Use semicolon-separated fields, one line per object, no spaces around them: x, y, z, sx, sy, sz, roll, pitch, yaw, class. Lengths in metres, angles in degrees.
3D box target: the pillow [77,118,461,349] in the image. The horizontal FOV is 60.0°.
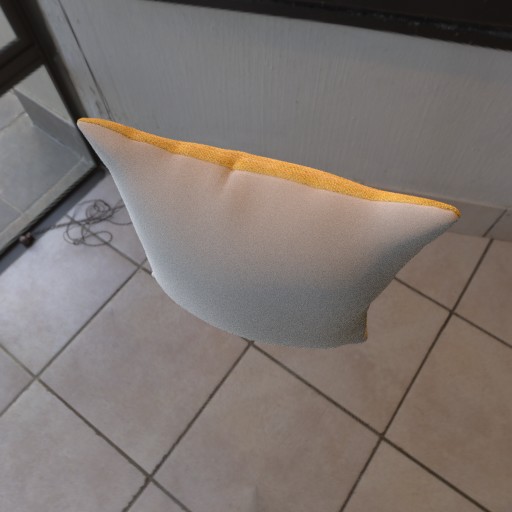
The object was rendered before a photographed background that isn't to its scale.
0.000;0.000;0.690;0.450;0.450;0.211;16;64;8;pillow
